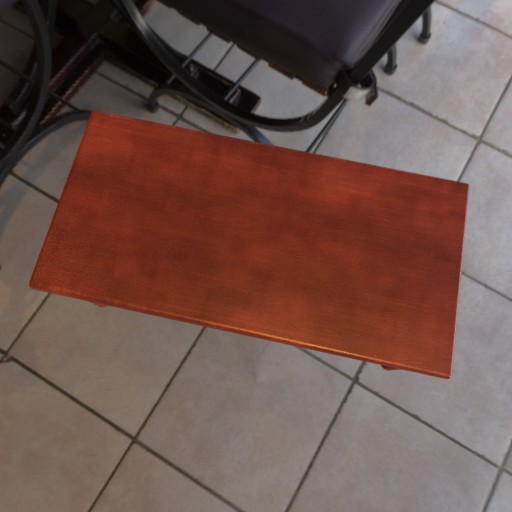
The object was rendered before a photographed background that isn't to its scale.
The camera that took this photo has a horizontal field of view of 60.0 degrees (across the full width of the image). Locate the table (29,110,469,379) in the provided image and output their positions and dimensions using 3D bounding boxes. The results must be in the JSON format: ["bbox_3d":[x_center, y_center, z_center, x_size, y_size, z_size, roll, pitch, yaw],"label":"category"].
[{"bbox_3d":[0.000,0.000,1.496,1.171,0.485,0.580,12,74,3],"label":"table"}]
